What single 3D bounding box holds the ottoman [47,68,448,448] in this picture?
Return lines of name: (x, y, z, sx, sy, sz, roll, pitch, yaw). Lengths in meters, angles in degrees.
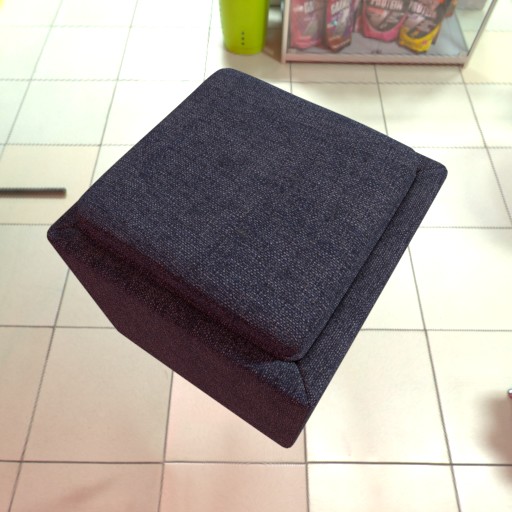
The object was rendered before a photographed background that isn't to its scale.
ottoman: (0.000, 0.000, 0.816, 0.450, 0.460, 0.450, 30, 64, 16)
